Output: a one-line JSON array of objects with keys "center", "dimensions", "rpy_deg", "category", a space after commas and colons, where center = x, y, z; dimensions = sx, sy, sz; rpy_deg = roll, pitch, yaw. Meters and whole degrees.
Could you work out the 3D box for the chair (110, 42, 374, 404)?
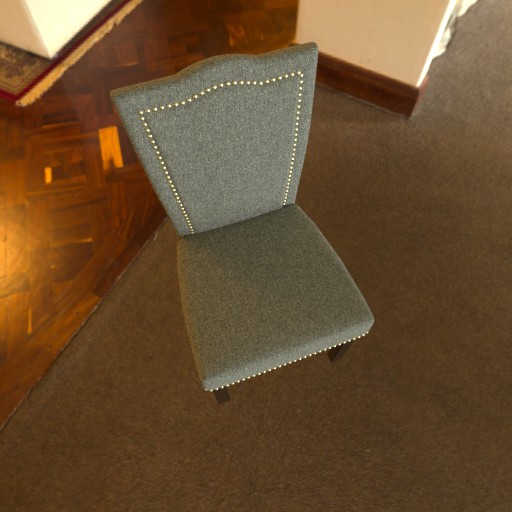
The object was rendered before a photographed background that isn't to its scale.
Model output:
[{"center": [0.000, 0.000, 1.286], "dimensions": [0.518, 0.946, 0.589], "rpy_deg": [-18, 63, -9], "category": "chair"}]
